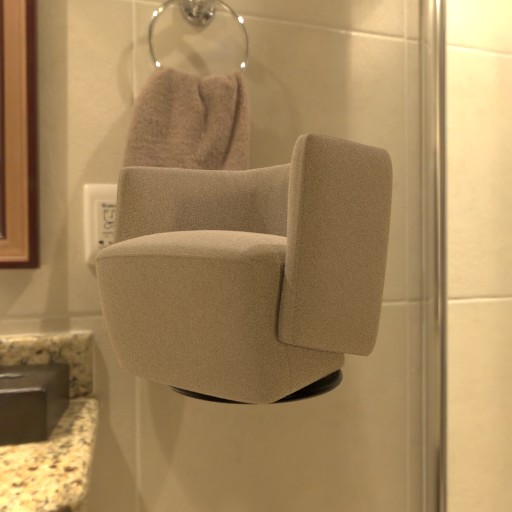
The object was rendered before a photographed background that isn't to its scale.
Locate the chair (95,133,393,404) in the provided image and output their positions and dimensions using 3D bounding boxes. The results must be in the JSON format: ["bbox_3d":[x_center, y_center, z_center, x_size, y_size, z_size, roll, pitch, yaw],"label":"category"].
[{"bbox_3d":[0.000,0.000,1.608,0.822,0.861,0.986,0,0,36],"label":"chair"}]
